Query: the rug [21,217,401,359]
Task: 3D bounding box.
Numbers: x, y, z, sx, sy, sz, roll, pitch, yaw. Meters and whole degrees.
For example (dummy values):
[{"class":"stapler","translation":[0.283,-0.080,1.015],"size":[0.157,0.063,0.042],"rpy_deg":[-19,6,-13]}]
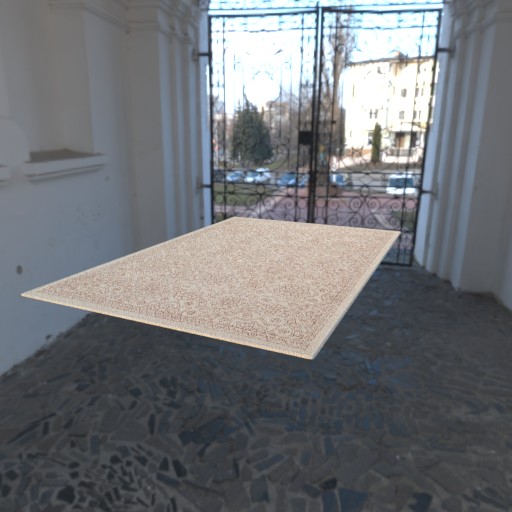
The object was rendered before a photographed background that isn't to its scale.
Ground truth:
[{"class":"rug","translation":[0.000,0.000,2.313],"size":[1.219,0.010,1.829],"rpy_deg":[7,17,24]}]
